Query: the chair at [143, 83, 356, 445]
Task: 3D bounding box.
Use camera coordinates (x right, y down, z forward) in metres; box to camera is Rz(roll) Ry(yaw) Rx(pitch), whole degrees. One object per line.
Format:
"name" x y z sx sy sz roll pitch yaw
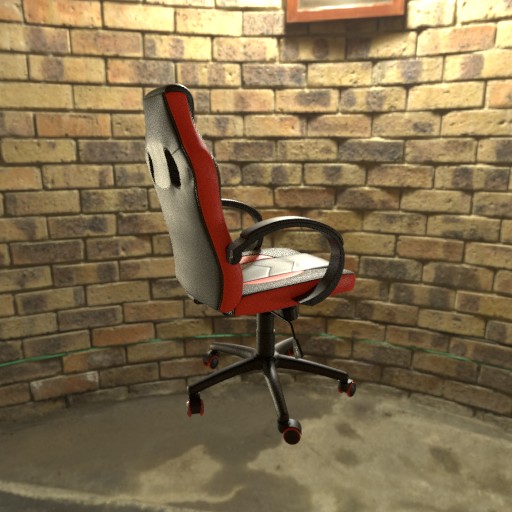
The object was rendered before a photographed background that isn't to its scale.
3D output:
"chair" 0.000 0.000 1.444 0.642 1.016 0.600 -7 15 -27
